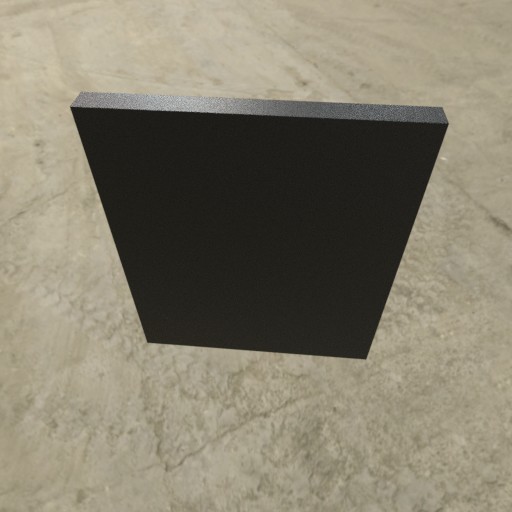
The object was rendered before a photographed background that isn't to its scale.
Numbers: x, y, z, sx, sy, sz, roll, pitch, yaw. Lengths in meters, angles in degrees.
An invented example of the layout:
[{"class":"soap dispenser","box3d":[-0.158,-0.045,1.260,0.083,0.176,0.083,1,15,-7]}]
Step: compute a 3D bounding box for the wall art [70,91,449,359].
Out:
[{"class":"wall art","box3d":[0.000,0.000,0.526,0.325,0.380,0.028,4,47,3]}]
